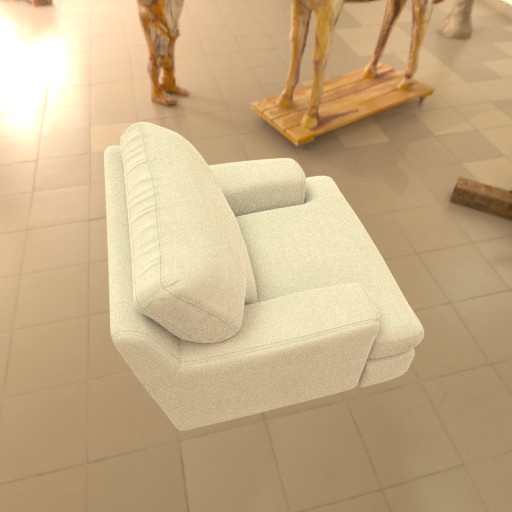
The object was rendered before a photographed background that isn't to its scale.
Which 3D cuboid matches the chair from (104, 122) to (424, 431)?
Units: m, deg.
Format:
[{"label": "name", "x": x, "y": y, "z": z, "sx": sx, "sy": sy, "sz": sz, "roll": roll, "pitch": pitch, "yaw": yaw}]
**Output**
[{"label": "chair", "x": 0.000, "y": 0.000, "z": 1.986, "sx": 1.158, "sy": 0.930, "sz": 1.140, "roll": -11, "pitch": 48, "yaw": -10}]
